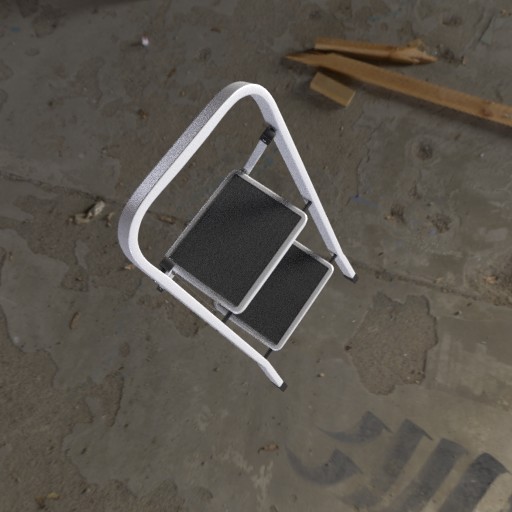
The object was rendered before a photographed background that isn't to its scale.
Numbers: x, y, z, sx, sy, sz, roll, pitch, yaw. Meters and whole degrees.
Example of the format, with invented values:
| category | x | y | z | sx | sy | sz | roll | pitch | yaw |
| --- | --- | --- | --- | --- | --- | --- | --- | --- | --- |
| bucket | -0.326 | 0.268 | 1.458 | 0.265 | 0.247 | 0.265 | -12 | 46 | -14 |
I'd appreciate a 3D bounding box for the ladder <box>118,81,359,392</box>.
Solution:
| category | x | y | z | sx | sy | sz | roll | pitch | yaw |
| --- | --- | --- | --- | --- | --- | --- | --- | --- | --- |
| ladder | 0.000 | 0.000 | 1.126 | 0.544 | 0.810 | 0.460 | 34 | 78 | 9 |
